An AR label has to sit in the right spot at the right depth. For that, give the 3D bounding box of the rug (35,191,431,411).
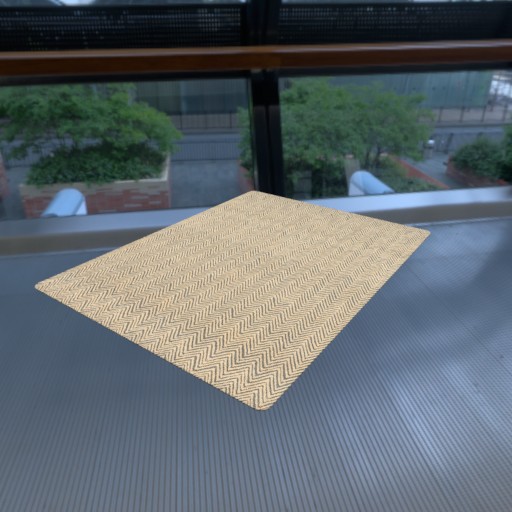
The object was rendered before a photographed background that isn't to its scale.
[{"bbox_3d":[0.000,0.000,4.328,2.439,0.014,3.207,18,32,32],"label":"rug"}]
